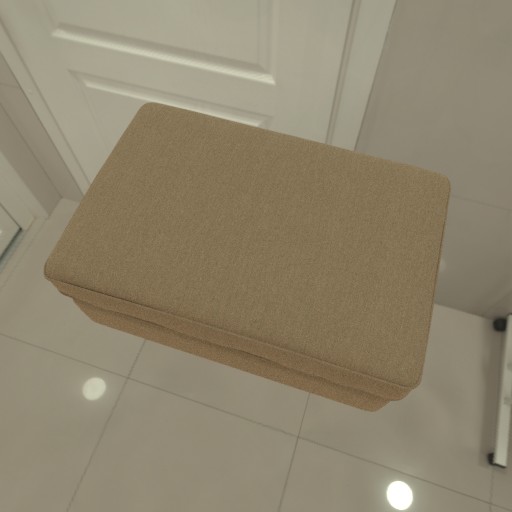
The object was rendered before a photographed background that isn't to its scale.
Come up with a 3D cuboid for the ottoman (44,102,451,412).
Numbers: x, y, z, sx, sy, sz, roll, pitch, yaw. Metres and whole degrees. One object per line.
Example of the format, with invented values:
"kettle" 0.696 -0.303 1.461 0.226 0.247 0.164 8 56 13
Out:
"ottoman" 0.000 0.000 1.314 0.945 0.521 0.636 16 63 8
